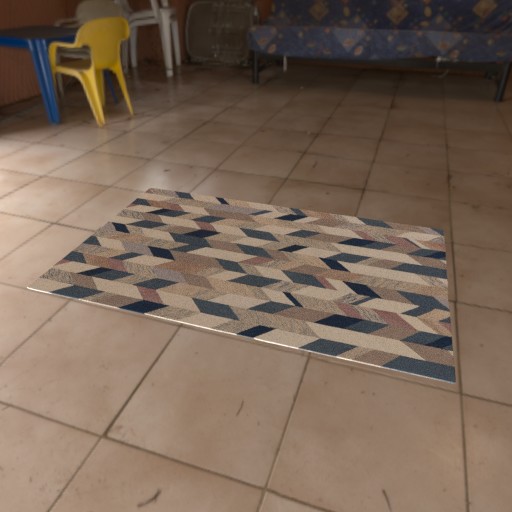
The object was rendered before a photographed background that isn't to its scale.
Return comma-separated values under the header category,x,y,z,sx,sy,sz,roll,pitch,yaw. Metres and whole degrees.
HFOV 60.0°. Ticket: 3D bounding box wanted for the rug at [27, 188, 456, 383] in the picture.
category,x,y,z,sx,sy,sz,roll,pitch,yaw
rug,0.000,0.000,2.959,2.423,0.008,1.513,10,34,15
